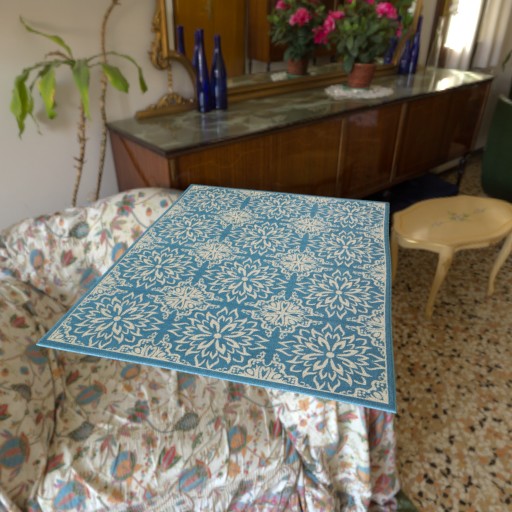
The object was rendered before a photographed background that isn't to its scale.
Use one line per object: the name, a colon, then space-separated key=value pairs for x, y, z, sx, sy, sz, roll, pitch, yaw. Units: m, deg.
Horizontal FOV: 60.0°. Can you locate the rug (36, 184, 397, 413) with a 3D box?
rug: x=0.000 y=0.000 z=3.963 sx=2.350 sy=0.018 sz=2.964 roll=7 pitch=32 yaw=12
